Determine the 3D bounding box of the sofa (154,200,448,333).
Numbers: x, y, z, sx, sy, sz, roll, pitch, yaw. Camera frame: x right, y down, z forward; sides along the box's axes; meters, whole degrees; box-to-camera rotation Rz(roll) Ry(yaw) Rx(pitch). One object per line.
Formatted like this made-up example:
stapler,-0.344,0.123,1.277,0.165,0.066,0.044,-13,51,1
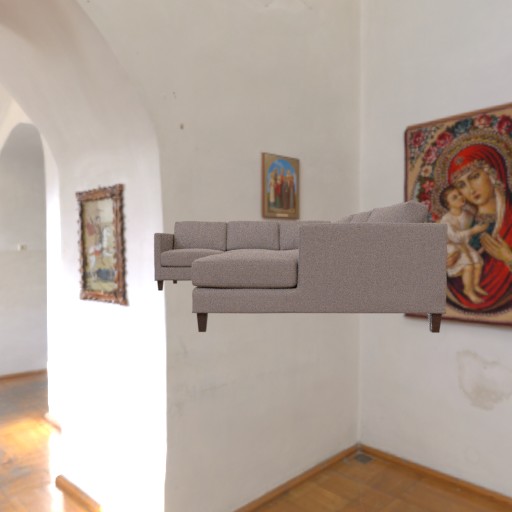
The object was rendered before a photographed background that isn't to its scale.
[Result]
sofa,0.000,0.000,4.462,2.424,0.865,3.438,0,2,1
